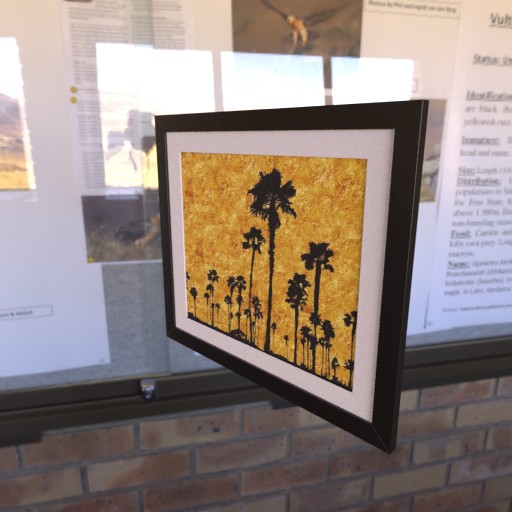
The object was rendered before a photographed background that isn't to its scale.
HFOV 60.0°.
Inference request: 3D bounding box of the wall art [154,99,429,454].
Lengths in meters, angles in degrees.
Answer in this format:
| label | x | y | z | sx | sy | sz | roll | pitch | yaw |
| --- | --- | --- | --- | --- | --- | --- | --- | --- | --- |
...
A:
| label | x | y | z | sx | sy | sz | roll | pitch | yaw |
| --- | --- | --- | --- | --- | --- | --- | --- | --- | --- |
| wall art | 0.000 | 0.000 | 0.527 | 0.383 | 0.332 | 0.012 | 14 | 20 | 43 |
